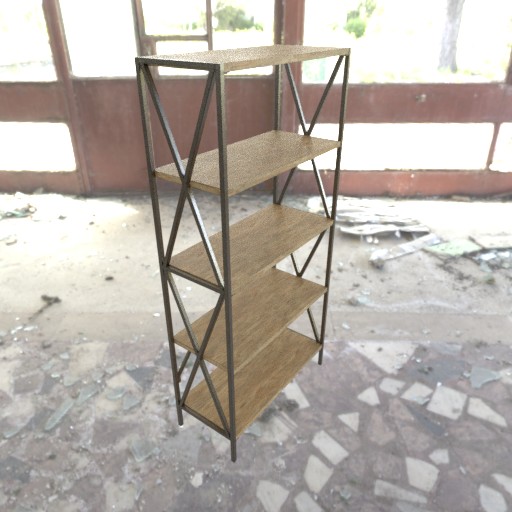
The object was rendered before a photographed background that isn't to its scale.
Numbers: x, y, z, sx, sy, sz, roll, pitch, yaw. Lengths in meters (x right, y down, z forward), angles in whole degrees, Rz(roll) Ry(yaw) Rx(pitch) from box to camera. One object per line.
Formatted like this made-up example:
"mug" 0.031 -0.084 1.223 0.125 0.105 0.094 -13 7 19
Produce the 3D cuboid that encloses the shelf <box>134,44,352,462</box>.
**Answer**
"shelf" 0.000 0.000 2.150 0.386 1.803 0.874 20 34 32
